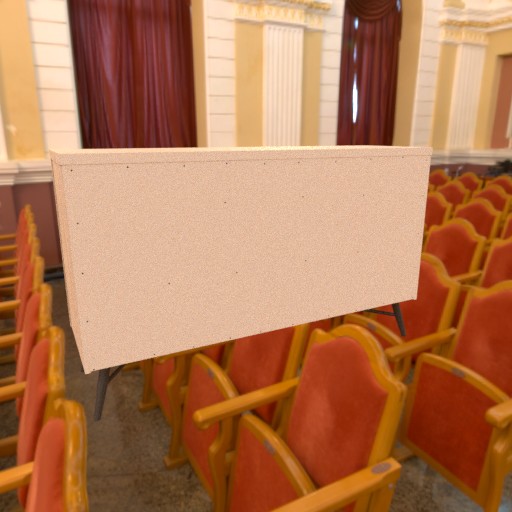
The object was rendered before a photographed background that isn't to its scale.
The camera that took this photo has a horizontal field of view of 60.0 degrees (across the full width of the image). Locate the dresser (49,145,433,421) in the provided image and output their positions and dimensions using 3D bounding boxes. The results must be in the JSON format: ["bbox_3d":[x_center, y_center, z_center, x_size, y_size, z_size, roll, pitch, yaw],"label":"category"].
[{"bbox_3d":[0.000,0.000,1.936,1.524,0.914,0.457,-8,17,-26],"label":"dresser"}]
